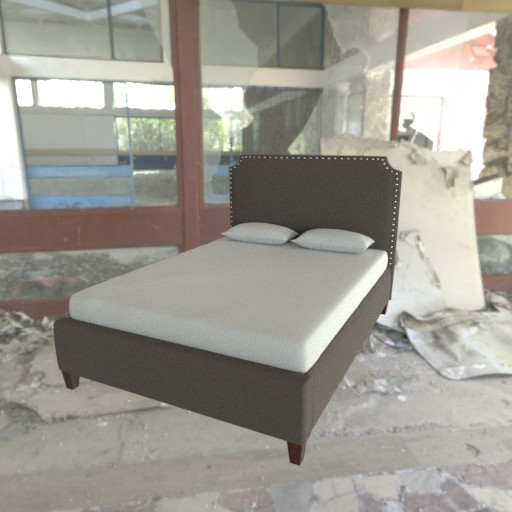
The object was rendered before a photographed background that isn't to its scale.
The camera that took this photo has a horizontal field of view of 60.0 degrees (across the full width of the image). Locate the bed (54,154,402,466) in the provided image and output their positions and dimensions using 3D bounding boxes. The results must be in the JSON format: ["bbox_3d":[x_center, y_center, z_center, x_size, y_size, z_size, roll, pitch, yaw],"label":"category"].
[{"bbox_3d":[0.000,0.000,3.370,1.713,1.443,2.372,7,16,25],"label":"bed"}]
